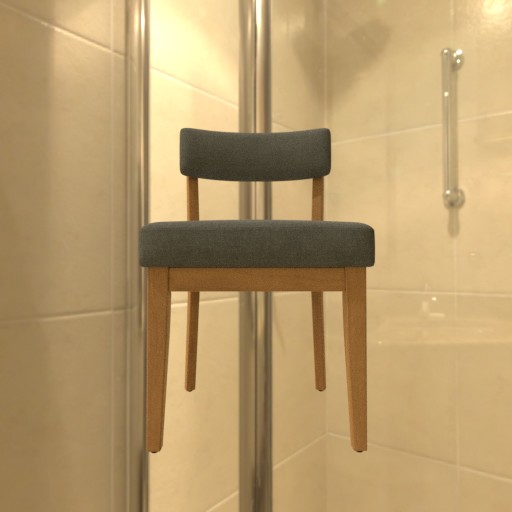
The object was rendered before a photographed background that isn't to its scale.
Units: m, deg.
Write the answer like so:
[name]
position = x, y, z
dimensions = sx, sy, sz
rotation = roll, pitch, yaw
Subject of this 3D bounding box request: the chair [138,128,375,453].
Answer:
[chair]
position = 0.000, 0.000, 1.198
dimensions = 0.508, 0.832, 0.572
rotation = 0, -1, -1
